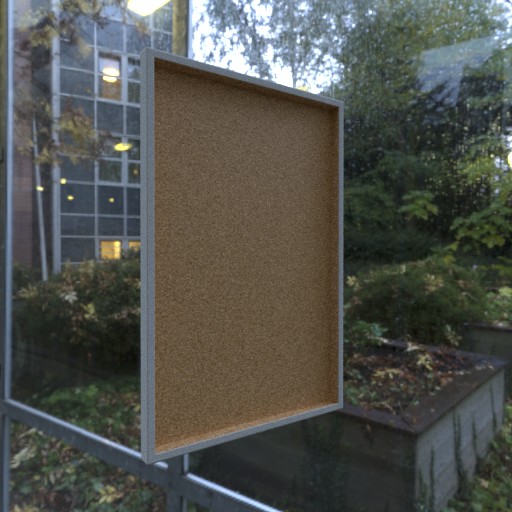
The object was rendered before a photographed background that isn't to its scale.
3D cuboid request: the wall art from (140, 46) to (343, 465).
[{"bbox_3d":[0.000,0.000,1.160,0.610,0.914,0.038,0,1,-35],"label":"wall art"}]
